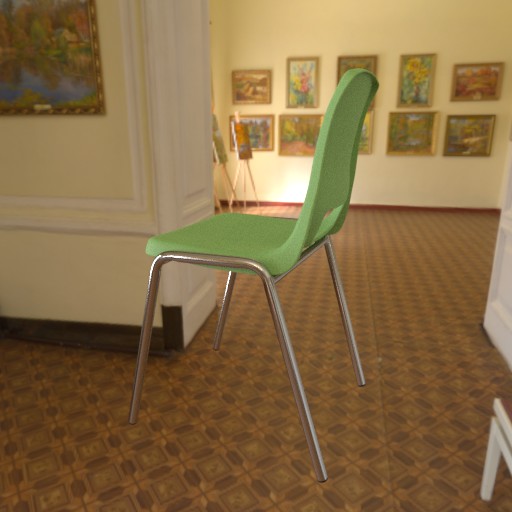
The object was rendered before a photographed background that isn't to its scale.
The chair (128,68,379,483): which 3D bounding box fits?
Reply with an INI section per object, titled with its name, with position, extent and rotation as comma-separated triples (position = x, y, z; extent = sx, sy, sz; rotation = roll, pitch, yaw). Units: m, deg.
[chair]
position = 0.000, 0.000, 0.930
extent = 0.436, 0.704, 0.381
rotation = 7, 18, 24
